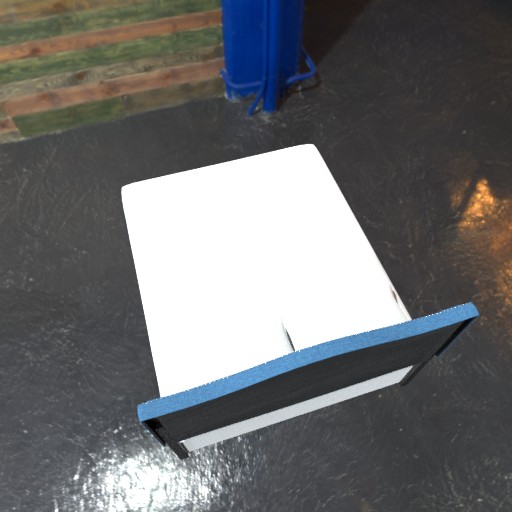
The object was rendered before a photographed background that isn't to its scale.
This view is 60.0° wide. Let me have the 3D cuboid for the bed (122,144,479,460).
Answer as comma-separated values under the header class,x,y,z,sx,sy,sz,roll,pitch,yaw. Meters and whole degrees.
class,x,y,z,sx,sy,sz,roll,pitch,yaw
bed,0.000,0.000,2.820,1.610,1.169,1.872,-15,58,-9
